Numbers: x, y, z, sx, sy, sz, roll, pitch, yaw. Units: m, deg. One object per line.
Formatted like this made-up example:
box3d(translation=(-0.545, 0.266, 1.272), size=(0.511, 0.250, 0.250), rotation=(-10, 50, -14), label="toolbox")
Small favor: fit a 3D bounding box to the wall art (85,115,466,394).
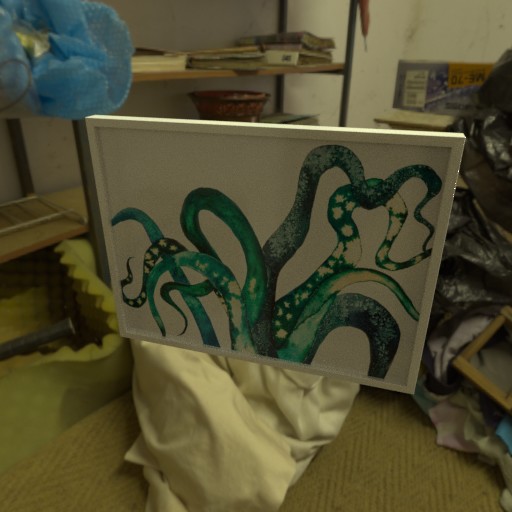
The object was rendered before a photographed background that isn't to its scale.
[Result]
box3d(translation=(0.000, 0.000, 1.367), size=(1.041, 0.787, 0.053), rotation=(8, 27, 15), label="wall art")
